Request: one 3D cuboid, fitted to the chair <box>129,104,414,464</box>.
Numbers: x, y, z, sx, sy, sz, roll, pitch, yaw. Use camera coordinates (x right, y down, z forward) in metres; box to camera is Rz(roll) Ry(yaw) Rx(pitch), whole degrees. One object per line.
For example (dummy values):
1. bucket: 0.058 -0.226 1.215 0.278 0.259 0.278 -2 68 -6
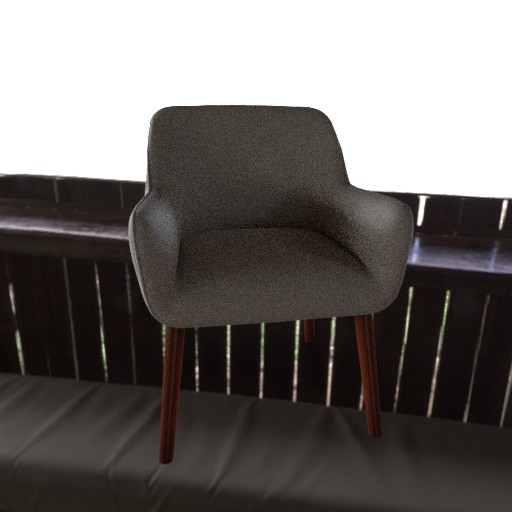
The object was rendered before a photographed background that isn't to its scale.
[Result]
1. chair: 0.000 0.000 1.228 0.610 0.813 0.610 -3 17 -9
